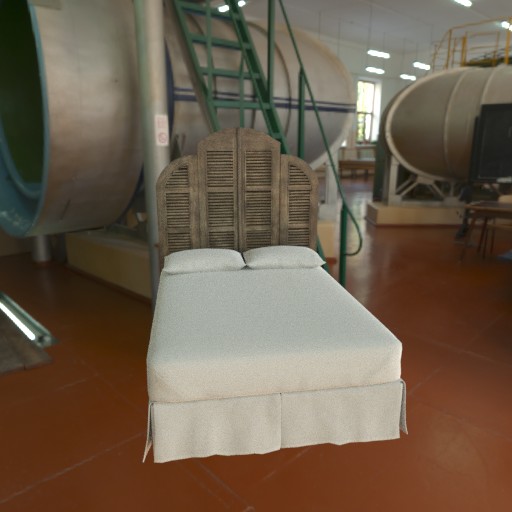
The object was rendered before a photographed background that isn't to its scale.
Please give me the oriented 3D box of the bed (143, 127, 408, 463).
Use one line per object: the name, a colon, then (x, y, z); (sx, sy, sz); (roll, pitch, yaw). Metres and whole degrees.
bed: (0.000, 0.000, 3.532); (1.713, 2.019, 2.138); (-2, 15, -9)
